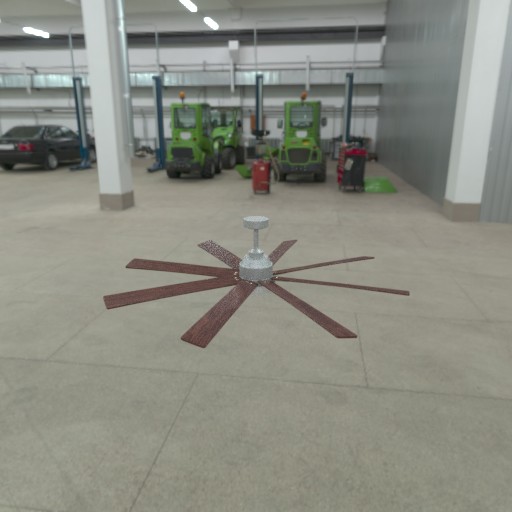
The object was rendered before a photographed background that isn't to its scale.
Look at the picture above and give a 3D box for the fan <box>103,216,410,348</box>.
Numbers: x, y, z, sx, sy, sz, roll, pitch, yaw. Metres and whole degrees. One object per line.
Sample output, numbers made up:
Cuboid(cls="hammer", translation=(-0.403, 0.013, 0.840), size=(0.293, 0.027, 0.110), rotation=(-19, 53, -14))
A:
Cuboid(cls="fan", translation=(0.000, 0.000, 2.745), size=(1.830, 0.472, 1.830), rotation=(-8, 19, -26))
